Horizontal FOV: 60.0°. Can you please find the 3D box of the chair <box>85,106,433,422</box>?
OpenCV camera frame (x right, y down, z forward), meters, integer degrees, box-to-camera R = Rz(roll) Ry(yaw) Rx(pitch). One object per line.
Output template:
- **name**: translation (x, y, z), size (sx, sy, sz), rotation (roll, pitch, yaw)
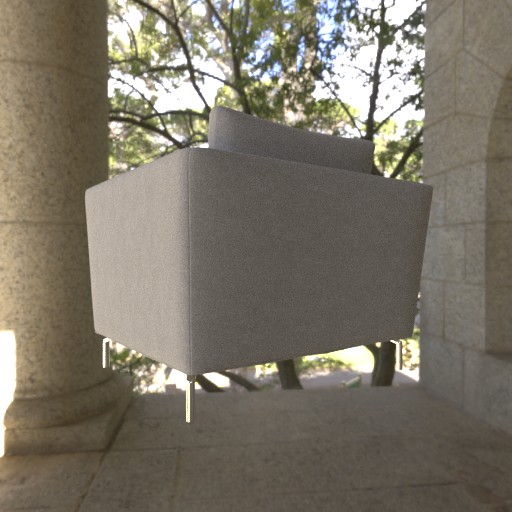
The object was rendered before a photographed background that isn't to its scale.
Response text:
- **chair**: translation (0.000, 0.000, 1.683), size (1.041, 0.864, 0.889), rotation (0, 0, -36)
